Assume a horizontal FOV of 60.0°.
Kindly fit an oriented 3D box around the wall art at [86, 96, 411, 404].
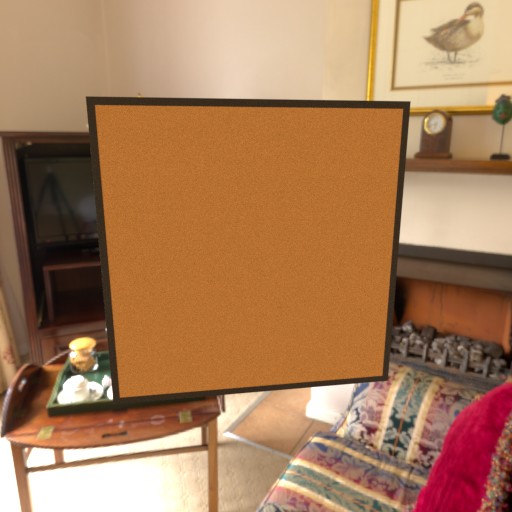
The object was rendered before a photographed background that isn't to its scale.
[{"bbox_3d":[0.000,0.000,1.142,0.763,0.763,0.038,-2,14,-9],"label":"wall art"}]
